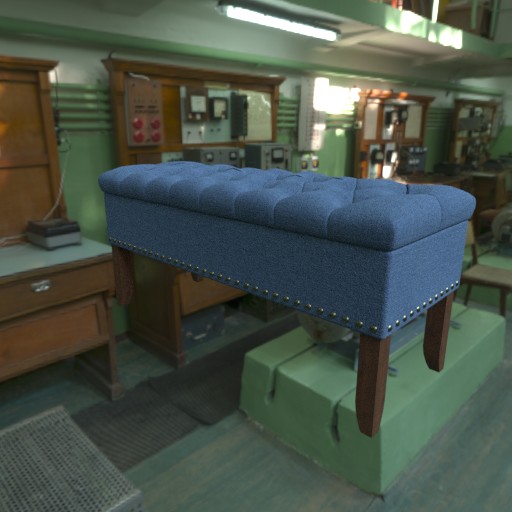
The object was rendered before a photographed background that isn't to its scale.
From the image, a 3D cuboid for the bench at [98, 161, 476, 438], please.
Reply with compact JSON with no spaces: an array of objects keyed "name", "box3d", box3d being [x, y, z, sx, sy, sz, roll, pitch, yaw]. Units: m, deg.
[{"name":"bench","box3d":[0.000,0.000,1.305,1.052,0.492,0.417,15,23,41]}]
